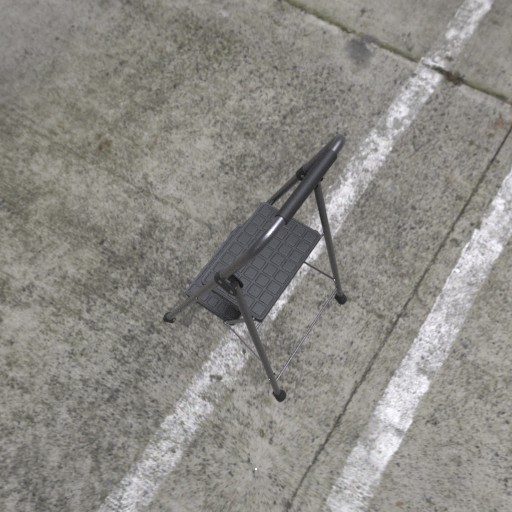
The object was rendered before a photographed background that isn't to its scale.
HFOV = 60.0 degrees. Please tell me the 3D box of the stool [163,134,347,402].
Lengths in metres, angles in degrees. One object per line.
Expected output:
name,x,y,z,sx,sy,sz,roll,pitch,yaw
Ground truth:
stool,0.000,0.000,1.208,0.514,0.872,0.450,32,68,14
